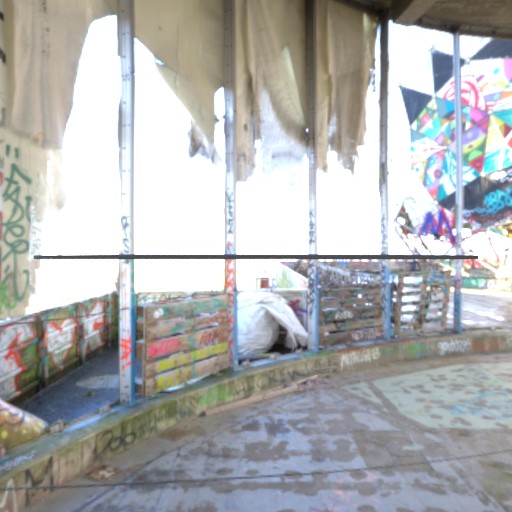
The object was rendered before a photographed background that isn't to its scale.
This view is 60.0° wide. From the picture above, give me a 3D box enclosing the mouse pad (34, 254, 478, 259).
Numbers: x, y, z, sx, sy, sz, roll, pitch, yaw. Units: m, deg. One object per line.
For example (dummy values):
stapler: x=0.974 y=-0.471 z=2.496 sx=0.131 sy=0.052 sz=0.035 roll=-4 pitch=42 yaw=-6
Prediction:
mouse pad: x=0.000 y=0.000 z=0.339 sx=0.249 sy=0.002 sz=0.211 roll=0 pitch=0 yaw=0
